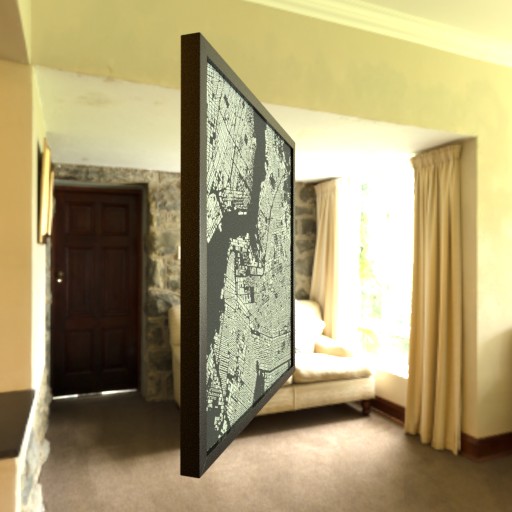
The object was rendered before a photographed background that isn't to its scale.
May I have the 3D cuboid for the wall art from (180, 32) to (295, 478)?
[{"bbox_3d":[0.000,0.000,1.119,0.038,0.761,0.755,0,0,17],"label":"wall art"}]
